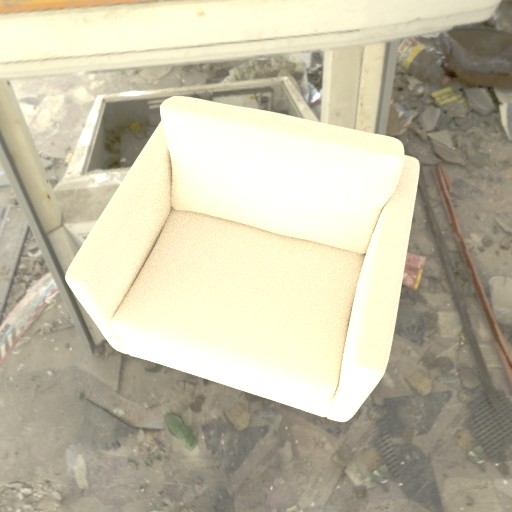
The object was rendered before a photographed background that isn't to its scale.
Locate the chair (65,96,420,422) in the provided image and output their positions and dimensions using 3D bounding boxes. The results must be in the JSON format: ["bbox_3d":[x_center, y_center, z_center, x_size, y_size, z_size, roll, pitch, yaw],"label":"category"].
[{"bbox_3d":[0.000,0.000,1.691,1.019,0.885,0.878,15,59,9],"label":"chair"}]
